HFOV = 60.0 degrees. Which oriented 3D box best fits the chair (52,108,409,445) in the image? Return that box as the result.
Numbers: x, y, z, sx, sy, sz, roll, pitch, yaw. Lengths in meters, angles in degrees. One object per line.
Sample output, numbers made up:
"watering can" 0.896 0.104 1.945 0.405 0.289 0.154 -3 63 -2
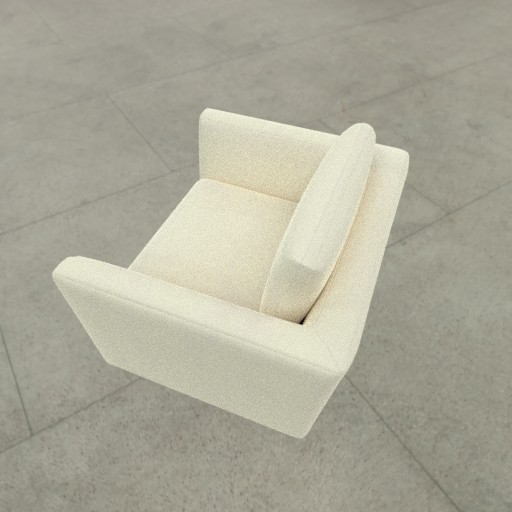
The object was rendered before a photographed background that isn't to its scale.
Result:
"chair" 0.000 0.000 1.675 0.889 0.865 1.041 16 49 15
